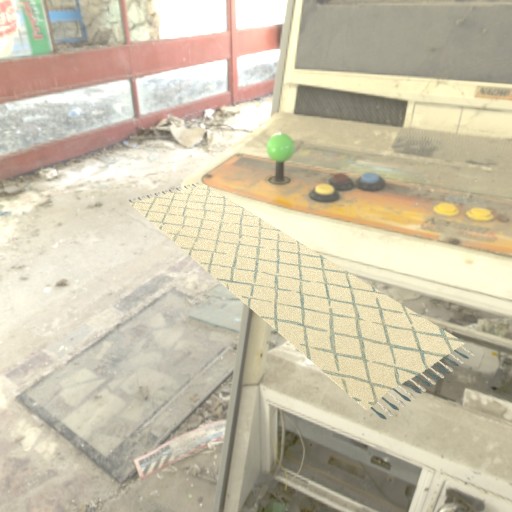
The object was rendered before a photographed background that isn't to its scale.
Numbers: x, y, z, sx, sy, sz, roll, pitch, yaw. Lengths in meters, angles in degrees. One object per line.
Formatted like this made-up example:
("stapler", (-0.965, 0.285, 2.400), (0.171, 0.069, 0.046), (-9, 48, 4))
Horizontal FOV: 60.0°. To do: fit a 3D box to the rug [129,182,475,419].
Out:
("rug", (0.000, 0.000, 2.544), (0.620, 0.008, 2.372), (-20, 37, -30))
